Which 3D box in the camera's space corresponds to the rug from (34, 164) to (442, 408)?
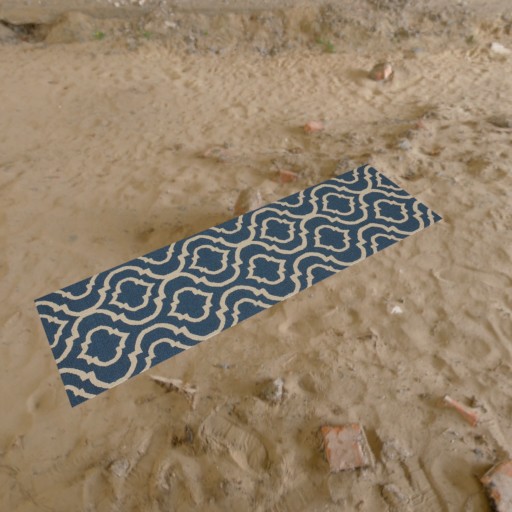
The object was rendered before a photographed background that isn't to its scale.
[{"bbox_3d":[0.000,0.000,2.525,2.296,0.006,0.685,-24,51,-21],"label":"rug"}]
